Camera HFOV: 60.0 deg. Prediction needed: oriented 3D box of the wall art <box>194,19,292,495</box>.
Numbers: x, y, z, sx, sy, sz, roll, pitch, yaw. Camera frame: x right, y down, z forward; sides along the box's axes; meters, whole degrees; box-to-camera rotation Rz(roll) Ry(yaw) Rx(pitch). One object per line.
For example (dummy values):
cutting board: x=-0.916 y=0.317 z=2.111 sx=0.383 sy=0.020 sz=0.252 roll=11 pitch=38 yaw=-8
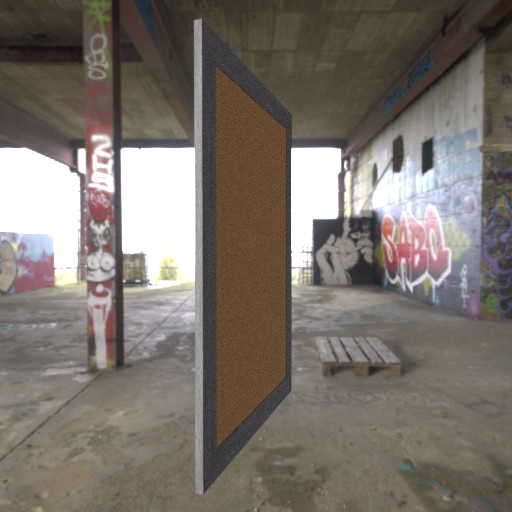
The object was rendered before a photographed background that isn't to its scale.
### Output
wall art: x=0.000 y=0.000 z=1.361 sx=0.020 sy=1.070 sz=0.768 roll=1 pitch=1 yaw=20
